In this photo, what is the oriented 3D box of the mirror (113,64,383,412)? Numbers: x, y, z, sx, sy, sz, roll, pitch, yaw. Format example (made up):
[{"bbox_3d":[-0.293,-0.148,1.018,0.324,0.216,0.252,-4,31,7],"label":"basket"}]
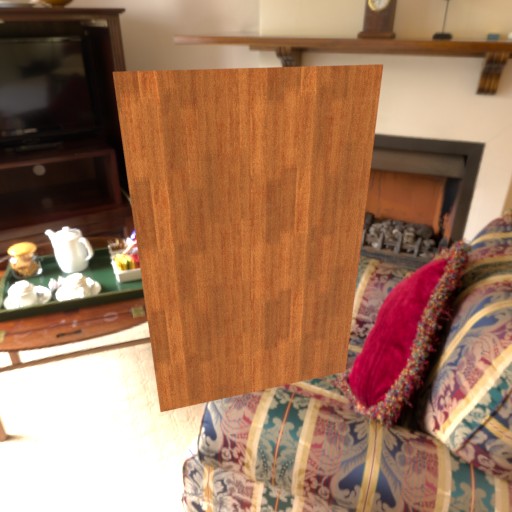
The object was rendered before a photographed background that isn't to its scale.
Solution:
[{"bbox_3d":[0.000,0.000,1.282,0.651,1.010,0.047,-8,29,-15],"label":"mirror"}]
